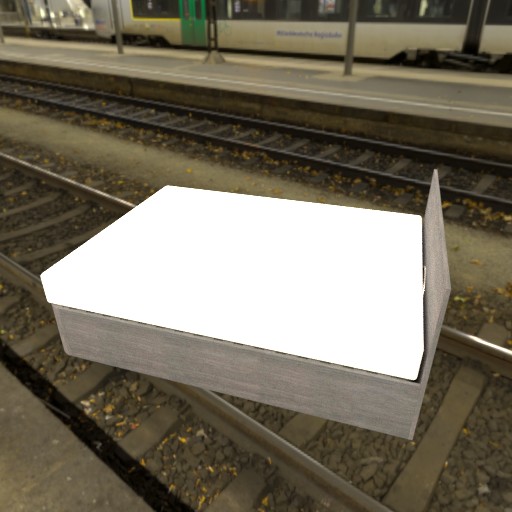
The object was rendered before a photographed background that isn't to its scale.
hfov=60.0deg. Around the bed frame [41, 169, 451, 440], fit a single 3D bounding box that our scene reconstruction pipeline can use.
[{"bbox_3d":[0.000,0.000,2.600,1.900,0.800,1.400,9,30,15],"label":"bed frame"}]
